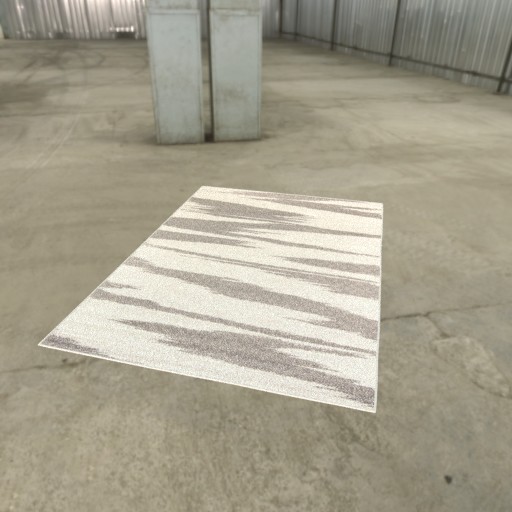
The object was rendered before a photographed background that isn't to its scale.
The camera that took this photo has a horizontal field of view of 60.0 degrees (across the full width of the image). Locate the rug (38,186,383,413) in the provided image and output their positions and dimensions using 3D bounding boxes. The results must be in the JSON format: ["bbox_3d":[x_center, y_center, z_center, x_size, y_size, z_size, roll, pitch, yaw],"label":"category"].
[{"bbox_3d":[0.000,0.000,2.782,1.533,0.010,2.142,7,30,13],"label":"rug"}]
